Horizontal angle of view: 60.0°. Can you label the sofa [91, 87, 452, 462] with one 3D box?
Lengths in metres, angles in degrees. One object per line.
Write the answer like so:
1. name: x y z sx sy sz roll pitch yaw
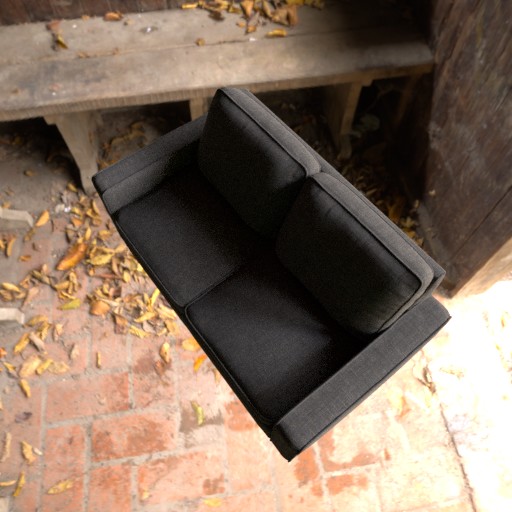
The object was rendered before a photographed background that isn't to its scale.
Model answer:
1. sofa: 0.000 0.000 2.270 0.947 0.918 1.709 -34 67 -17
